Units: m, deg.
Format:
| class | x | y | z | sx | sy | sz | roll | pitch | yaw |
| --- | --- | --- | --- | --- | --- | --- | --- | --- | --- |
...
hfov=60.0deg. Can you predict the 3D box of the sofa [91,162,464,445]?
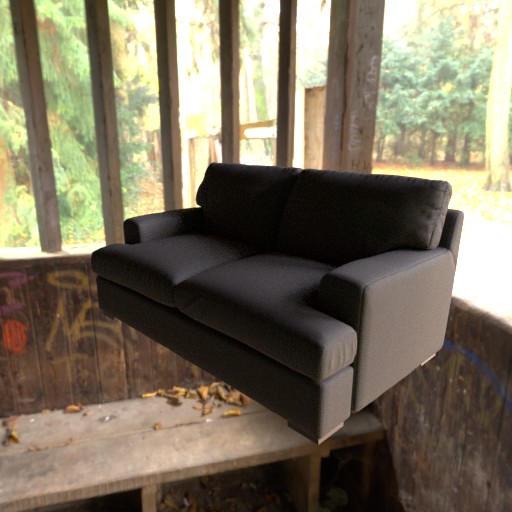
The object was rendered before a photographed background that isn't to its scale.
| class | x | y | z | sx | sy | sz | roll | pitch | yaw |
| --- | --- | --- | --- | --- | --- | --- | --- | --- | --- |
| sofa | 0.000 | 0.000 | 2.501 | 1.143 | 0.940 | 1.880 | -15 | 21 | -42 |
